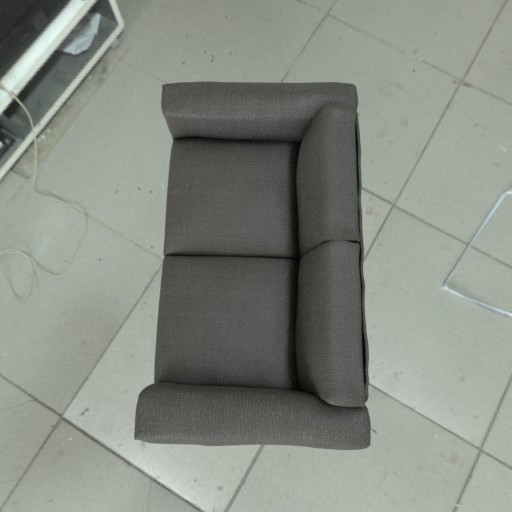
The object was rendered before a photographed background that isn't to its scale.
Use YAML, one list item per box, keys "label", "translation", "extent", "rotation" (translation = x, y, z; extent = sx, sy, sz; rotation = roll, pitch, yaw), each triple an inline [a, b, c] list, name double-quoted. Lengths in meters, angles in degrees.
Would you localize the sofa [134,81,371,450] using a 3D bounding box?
- label: "sofa"
  translation: [0.000, 0.000, 2.178]
  extent: [0.960, 0.656, 1.690]
  rotation: [1, 76, 0]
